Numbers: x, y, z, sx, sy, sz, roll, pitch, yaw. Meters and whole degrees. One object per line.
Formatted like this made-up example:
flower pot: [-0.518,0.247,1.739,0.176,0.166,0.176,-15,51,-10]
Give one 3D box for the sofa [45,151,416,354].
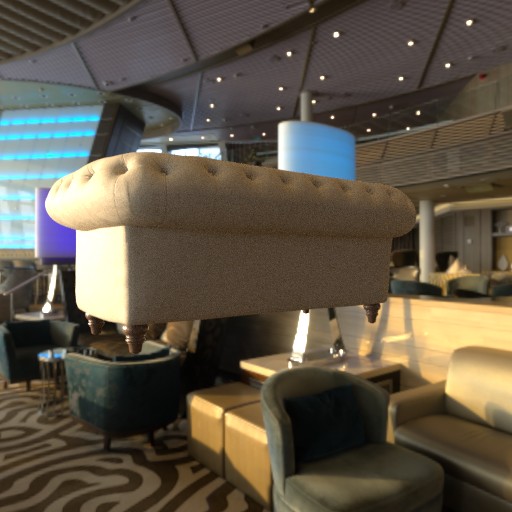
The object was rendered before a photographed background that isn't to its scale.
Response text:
sofa: [0.000,0.000,2.459,1.988,0.835,1.069,0,0,-36]
